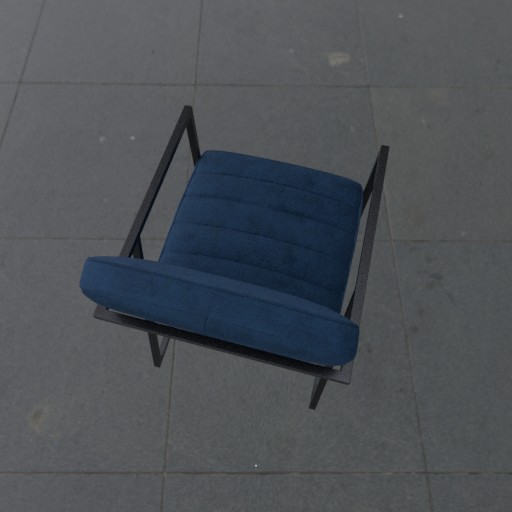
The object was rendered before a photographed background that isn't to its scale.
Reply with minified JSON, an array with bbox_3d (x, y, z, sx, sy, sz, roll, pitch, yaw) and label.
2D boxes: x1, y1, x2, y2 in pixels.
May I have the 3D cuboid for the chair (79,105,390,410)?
[{"bbox_3d":[0.000,0.000,1.258,0.571,0.833,0.677,14,65,6],"label":"chair"}]
